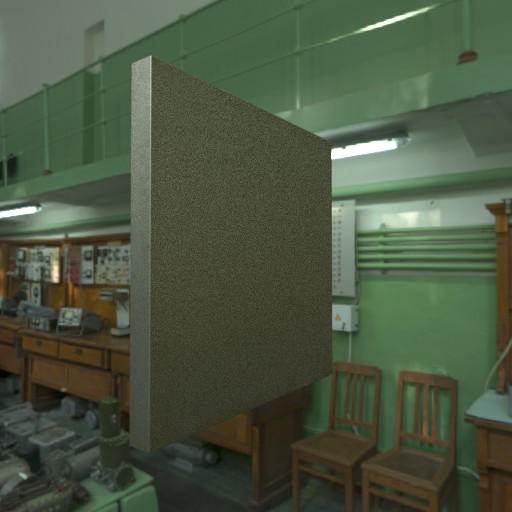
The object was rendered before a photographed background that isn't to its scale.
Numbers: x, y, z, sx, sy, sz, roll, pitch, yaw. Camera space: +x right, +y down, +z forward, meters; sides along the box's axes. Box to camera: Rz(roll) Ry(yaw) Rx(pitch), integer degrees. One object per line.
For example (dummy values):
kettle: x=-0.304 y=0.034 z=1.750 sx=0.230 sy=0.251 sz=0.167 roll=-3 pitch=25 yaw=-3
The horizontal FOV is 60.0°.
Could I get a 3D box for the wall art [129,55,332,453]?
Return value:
wall art: x=0.000 y=0.000 z=0.775 sx=0.040 sy=0.506 sz=0.503 roll=-1 pitch=-1 yaw=37
